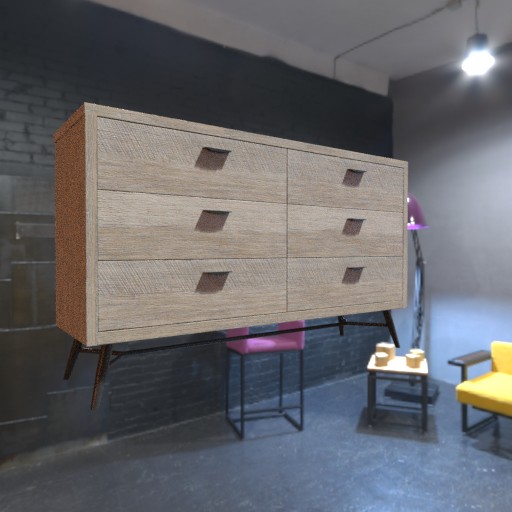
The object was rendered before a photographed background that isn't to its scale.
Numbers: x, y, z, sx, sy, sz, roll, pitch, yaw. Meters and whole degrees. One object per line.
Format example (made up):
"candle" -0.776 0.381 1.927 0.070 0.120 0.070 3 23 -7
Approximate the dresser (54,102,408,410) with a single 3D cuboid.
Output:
"dresser" 0.000 0.000 1.911 1.524 0.914 0.457 -1 1 -35
